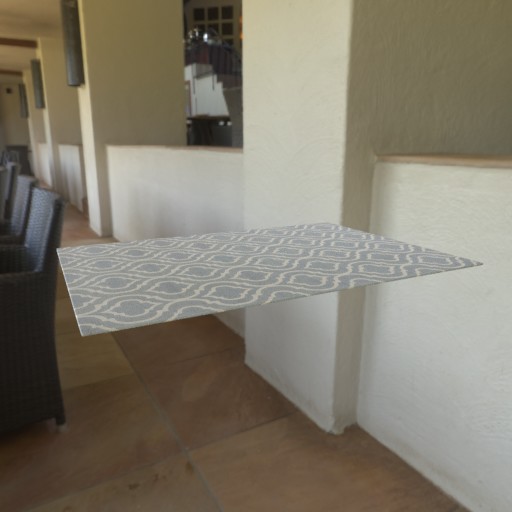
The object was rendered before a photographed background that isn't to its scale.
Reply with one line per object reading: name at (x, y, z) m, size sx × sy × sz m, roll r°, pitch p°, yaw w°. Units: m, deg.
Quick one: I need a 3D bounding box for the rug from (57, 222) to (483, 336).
rug at (0.000, 0.000, 2.613) m, size 2.080 × 0.010 × 1.451 m, roll -7°, pitch 16°, yaw -26°
